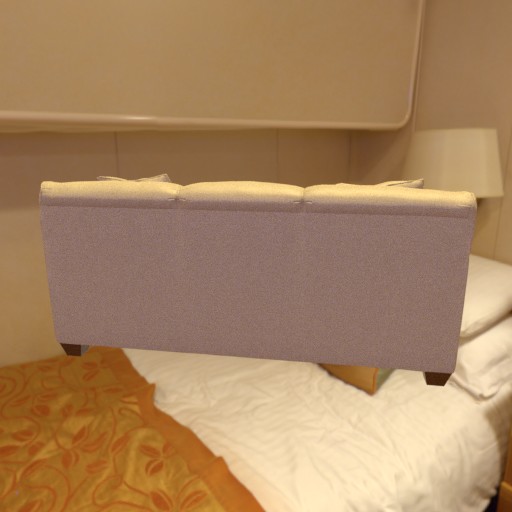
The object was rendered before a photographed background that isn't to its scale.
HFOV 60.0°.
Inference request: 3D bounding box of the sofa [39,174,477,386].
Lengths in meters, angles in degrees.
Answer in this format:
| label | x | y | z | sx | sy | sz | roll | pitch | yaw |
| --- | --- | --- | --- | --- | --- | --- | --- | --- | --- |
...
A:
| label | x | y | z | sx | sy | sz | roll | pitch | yaw |
| --- | --- | --- | --- | --- | --- | --- | --- | --- | --- |
| sofa | 0.000 | 0.000 | 2.545 | 2.024 | 0.958 | 0.997 | 2 | 15 | 9 |
